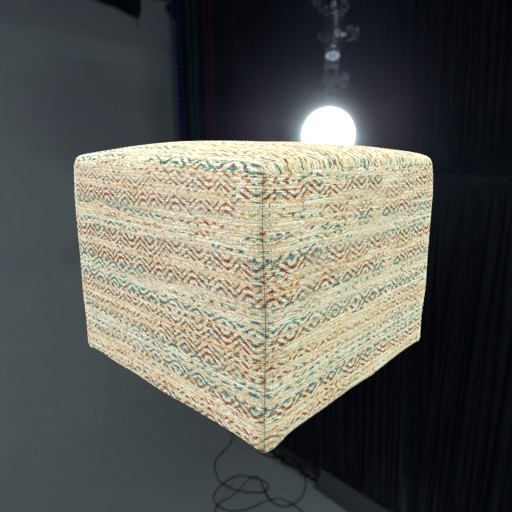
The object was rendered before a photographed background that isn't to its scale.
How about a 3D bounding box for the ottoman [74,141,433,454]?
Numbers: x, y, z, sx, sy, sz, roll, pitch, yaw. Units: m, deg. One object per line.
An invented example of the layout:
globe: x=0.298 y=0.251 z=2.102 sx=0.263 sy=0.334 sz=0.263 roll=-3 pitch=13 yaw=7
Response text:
ottoman: x=0.000 y=0.000 z=0.903 sx=0.512 sy=0.453 sz=0.521 roll=13 pitch=18 yaw=42
